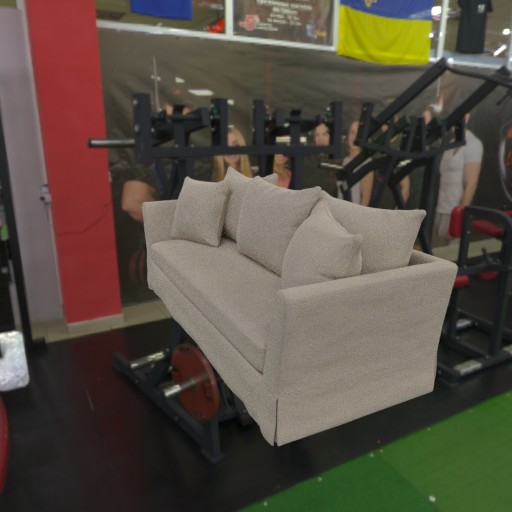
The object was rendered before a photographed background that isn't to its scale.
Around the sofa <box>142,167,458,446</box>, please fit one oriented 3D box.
[{"bbox_3d":[0.000,0.000,3.078,1.046,1.047,2.499,-8,18,-25],"label":"sofa"}]
